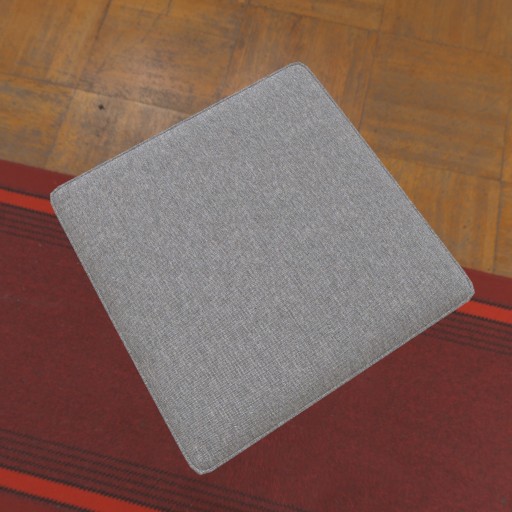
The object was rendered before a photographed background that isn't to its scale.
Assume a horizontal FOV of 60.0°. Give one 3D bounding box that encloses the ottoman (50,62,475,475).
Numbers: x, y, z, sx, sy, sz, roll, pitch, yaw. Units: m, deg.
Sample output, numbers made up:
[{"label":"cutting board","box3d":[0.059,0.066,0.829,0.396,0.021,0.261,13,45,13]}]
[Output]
[{"label":"ottoman","box3d":[0.000,0.000,1.566,1.005,0.455,1.005,-31,77,-8]}]
